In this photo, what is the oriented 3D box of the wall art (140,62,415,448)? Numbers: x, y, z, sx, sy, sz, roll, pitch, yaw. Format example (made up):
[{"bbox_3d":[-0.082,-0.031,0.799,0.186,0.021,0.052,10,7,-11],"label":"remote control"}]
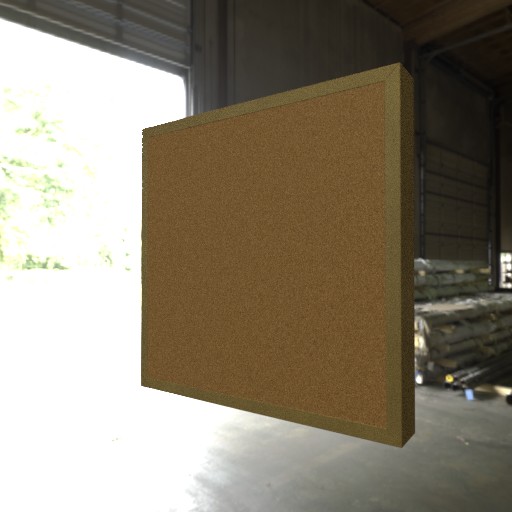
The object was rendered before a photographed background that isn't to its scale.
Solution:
[{"bbox_3d":[0.000,0.000,0.452,0.305,0.305,0.038,-1,-1,35],"label":"wall art"}]
